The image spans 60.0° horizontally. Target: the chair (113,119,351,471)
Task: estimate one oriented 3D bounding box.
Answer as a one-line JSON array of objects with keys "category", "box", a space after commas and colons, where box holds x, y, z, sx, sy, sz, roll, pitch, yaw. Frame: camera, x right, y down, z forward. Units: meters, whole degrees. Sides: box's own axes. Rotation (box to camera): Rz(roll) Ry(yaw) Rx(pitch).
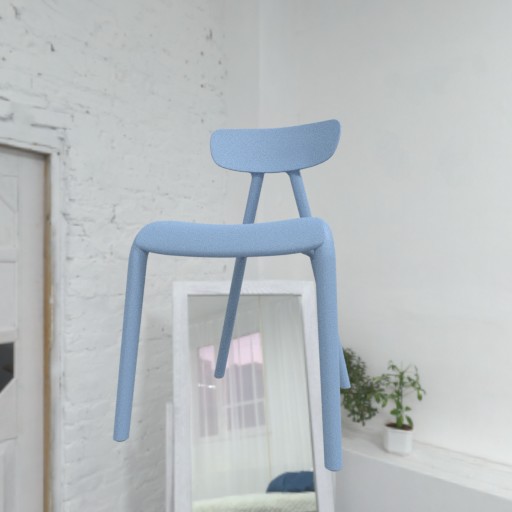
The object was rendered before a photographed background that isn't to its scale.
[{"category": "chair", "box": [0.000, 0.000, 0.832, 0.356, 0.580, 0.401, 0, 0, 17]}]
